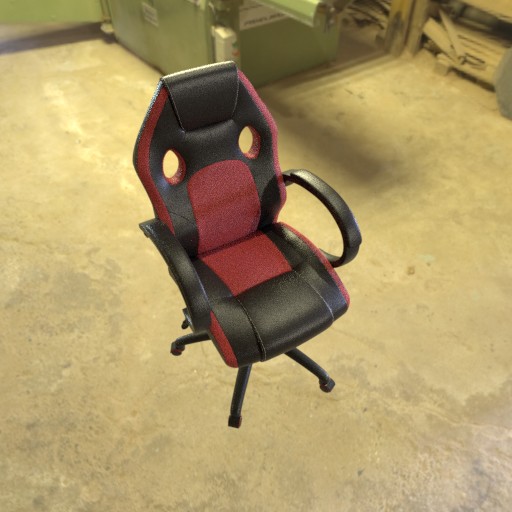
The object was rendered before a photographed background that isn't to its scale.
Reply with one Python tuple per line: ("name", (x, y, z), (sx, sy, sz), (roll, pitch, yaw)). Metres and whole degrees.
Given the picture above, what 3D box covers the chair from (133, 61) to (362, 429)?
("chair", (0.000, 0.000, 1.687), (0.750, 1.189, 0.783), (-23, 50, -21))
